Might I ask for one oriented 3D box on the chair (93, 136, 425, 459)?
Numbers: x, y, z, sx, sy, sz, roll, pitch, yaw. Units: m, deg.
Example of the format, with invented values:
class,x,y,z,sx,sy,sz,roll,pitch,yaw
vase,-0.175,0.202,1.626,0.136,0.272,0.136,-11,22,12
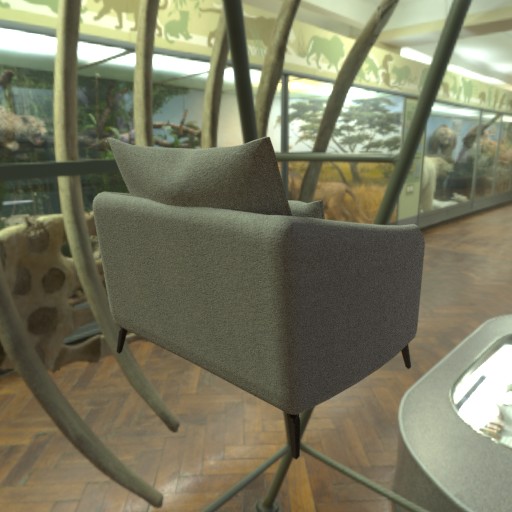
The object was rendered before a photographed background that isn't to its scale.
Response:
class,x,y,z,sx,sy,sz,roll,pitch,yaw
chair,0.000,0.000,1.654,1.029,0.856,0.801,13,19,42
